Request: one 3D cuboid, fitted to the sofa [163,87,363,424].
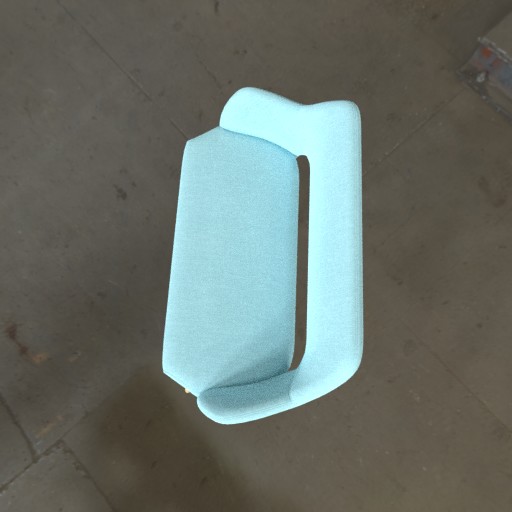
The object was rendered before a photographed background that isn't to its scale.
[{"bbox_3d":[0.000,0.000,1.661,0.610,0.840,1.150,3,75,1],"label":"sofa"}]
